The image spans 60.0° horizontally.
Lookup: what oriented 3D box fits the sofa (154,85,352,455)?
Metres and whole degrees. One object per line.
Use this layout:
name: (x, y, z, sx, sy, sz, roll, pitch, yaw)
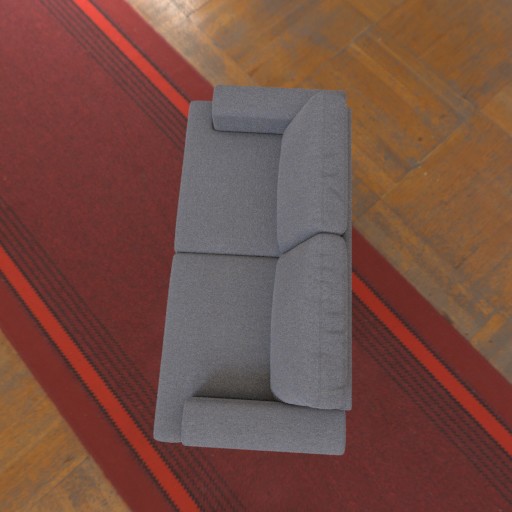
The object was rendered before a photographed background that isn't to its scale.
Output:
sofa: (0.000, 0.000, 2.051, 0.785, 0.810, 1.650, 3, 75, 1)
